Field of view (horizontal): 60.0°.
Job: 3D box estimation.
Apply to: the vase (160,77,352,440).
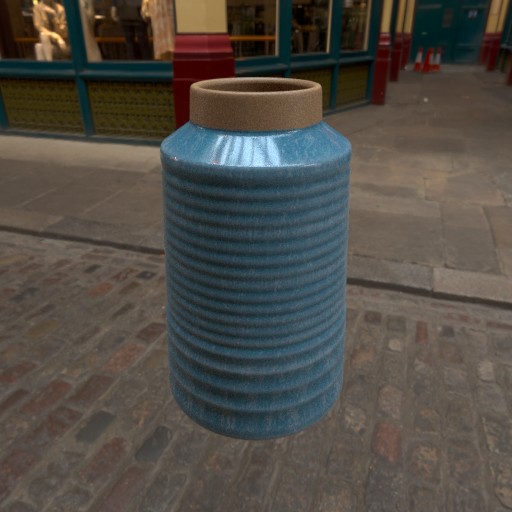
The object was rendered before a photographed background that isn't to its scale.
[{"bbox_3d":[0.000,0.000,0.367,0.163,0.267,0.163,0,28,0],"label":"vase"}]
